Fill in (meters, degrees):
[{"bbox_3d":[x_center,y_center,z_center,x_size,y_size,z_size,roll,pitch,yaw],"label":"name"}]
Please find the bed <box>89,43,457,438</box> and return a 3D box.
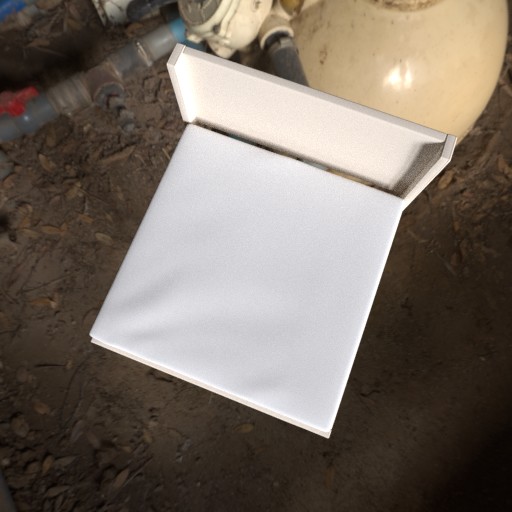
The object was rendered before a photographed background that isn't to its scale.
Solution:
[{"bbox_3d":[0.000,0.000,3.631,2.145,1.471,2.293,21,77,5],"label":"bed"}]
